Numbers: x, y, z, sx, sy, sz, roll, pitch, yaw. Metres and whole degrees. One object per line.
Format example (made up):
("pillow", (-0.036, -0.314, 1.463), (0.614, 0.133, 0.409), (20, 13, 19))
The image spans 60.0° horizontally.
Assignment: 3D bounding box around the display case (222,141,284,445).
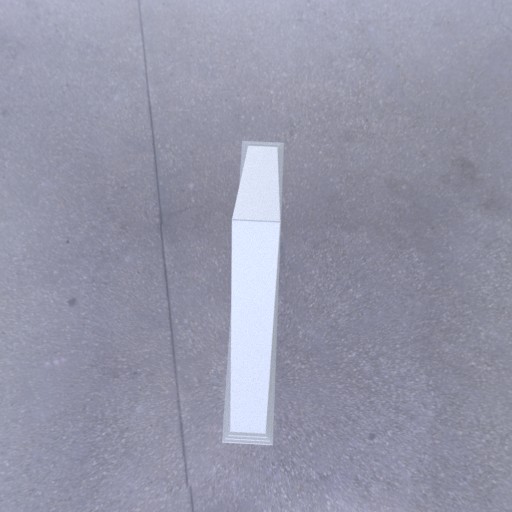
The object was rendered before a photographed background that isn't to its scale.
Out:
("display case", (0.000, 0.000, 0.765), (0.095, 0.340, 0.640), (3, 74, 1))
